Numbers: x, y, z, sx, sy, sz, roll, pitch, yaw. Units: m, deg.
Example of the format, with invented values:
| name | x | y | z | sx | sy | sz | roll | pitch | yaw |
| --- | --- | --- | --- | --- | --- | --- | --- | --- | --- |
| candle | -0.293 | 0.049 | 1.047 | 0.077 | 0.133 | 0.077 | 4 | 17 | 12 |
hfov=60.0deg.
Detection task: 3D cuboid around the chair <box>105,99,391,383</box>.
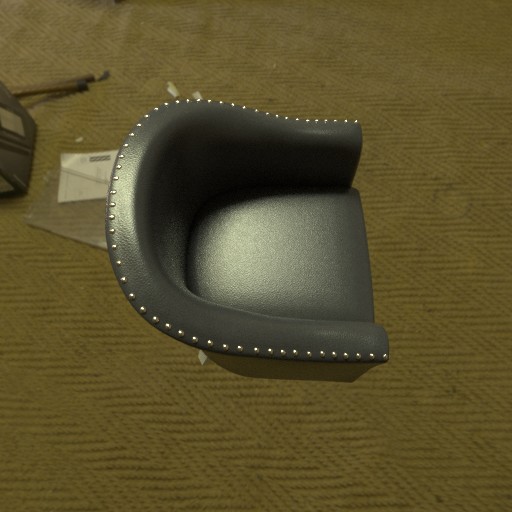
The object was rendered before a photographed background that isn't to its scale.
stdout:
| name | x | y | z | sx | sy | sz | roll | pitch | yaw |
| --- | --- | --- | --- | --- | --- | --- | --- | --- | --- |
| chair | 0.000 | 0.000 | 1.477 | 0.748 | 0.823 | 0.794 | 0 | 65 | 0 |
